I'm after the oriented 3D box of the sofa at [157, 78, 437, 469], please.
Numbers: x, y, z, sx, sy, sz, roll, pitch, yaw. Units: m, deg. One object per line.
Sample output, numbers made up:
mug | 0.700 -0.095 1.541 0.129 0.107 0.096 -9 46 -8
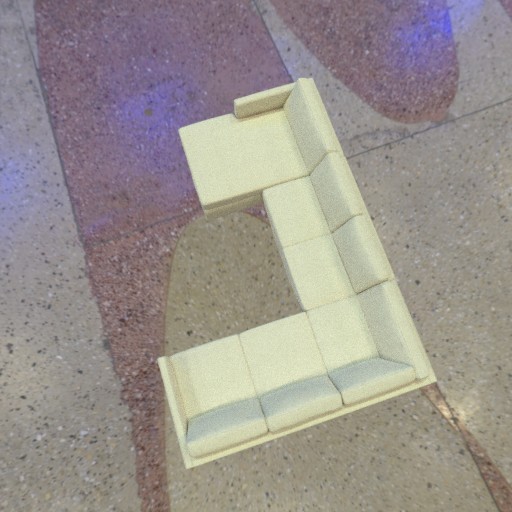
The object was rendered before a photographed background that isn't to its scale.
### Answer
sofa | 0.000 0.000 4.650 2.448 0.882 3.464 -18 76 -5
